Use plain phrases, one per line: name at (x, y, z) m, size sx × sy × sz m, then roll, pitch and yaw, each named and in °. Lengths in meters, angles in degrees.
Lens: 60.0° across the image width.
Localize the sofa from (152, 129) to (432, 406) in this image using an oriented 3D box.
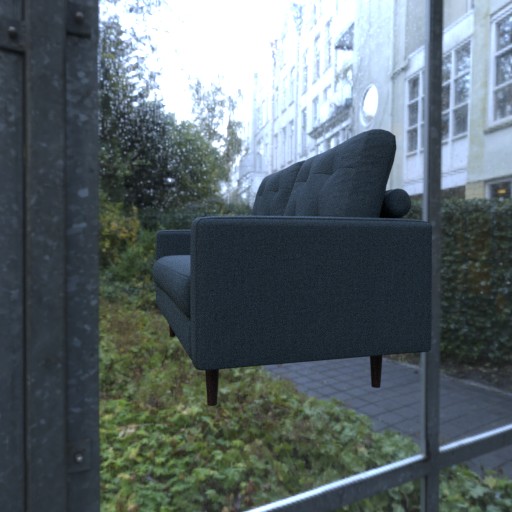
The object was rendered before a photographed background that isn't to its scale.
sofa at (0.000, 0.000, 1.997) m, size 0.842 × 0.907 × 1.407 m, roll 0°, pitch 2°, yaw -17°
